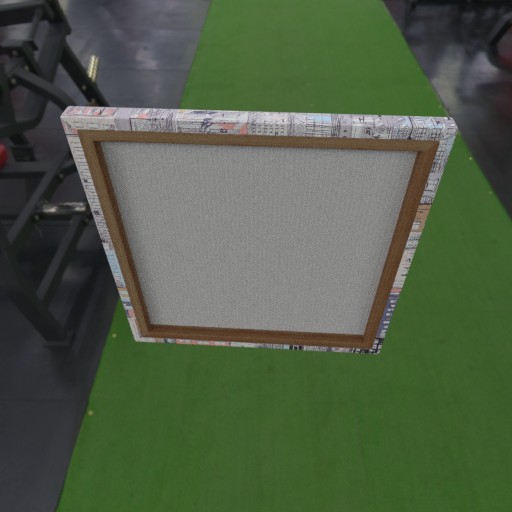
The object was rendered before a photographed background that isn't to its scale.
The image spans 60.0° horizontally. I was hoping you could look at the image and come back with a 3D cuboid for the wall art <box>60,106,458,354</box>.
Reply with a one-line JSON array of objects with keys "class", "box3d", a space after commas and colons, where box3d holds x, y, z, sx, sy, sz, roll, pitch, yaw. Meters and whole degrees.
[{"class": "wall art", "box3d": [0.000, 0.000, 1.125, 0.761, 0.762, 0.048, 2, 45, 2]}]
